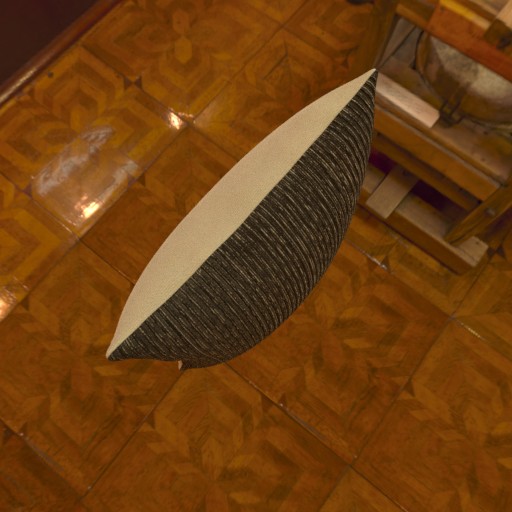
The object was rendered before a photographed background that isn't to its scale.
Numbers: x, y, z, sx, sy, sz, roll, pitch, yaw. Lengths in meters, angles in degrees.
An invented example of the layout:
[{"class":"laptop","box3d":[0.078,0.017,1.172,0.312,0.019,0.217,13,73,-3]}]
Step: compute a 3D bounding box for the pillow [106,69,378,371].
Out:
[{"class":"pillow","box3d":[0.000,0.000,0.672,0.196,0.434,0.433,40,78,10]}]
